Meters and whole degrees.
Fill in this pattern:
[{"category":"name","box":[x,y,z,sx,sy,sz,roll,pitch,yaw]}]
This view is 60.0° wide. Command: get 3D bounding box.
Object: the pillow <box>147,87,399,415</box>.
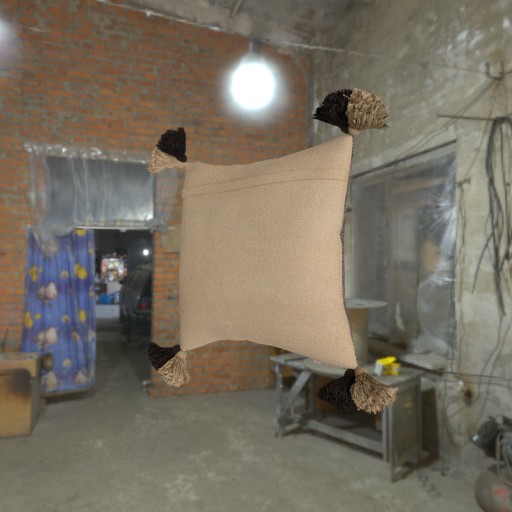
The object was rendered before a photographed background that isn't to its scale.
[{"category":"pillow","box":[0.000,0.000,1.012,0.654,0.659,0.170,-1,-2,36]}]
